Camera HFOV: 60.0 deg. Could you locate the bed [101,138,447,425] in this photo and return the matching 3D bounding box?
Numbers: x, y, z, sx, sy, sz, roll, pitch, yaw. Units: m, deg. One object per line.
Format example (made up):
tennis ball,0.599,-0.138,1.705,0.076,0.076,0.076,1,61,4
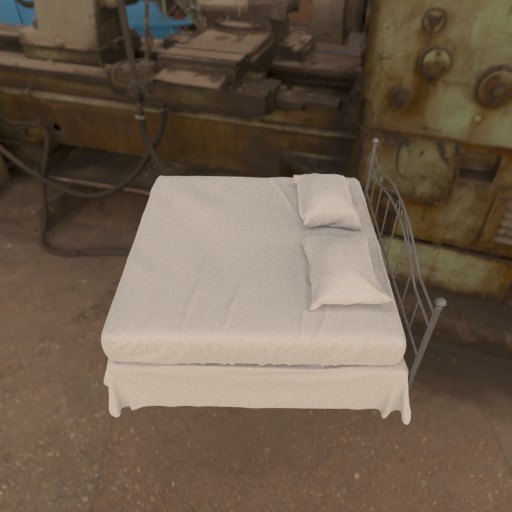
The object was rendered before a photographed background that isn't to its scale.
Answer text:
bed,0.000,0.000,3.577,2.220,1.080,2.309,1,41,1
